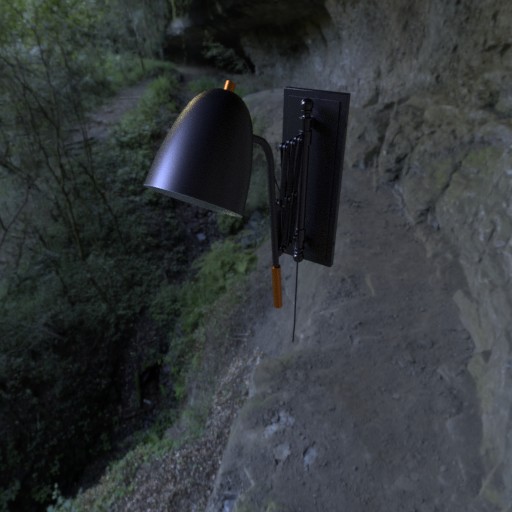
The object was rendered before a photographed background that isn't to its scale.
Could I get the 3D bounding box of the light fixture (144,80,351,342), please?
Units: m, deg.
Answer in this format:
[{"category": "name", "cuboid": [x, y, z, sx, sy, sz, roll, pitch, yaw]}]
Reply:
[{"category": "light fixture", "cuboid": [0.000, 0.000, 0.932, 0.162, 0.715, 0.499, 18, 35, 28]}]
